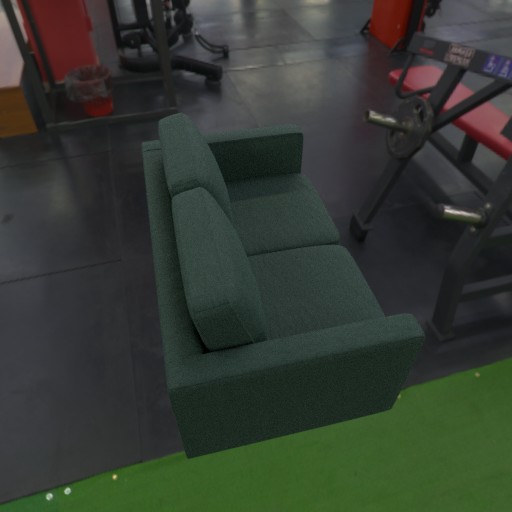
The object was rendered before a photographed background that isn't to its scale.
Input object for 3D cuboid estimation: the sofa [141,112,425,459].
[{"bbox_3d":[0.000,0.000,2.028,0.879,0.899,1.430,-10,46,-9],"label":"sofa"}]
